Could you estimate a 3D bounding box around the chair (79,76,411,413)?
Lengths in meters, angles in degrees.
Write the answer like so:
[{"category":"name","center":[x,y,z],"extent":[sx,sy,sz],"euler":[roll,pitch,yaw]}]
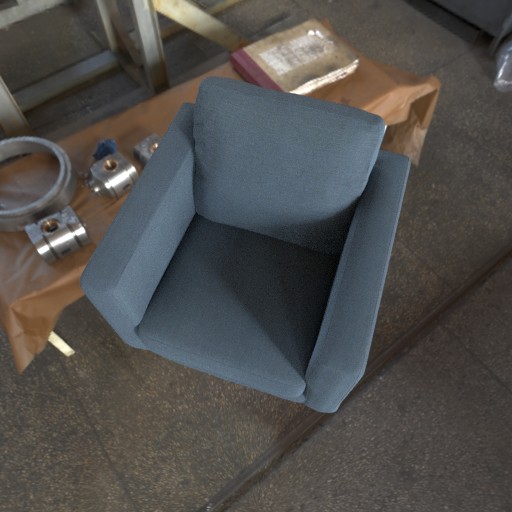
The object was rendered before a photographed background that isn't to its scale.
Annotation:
[{"category":"chair","center":[0.000,0.000,1.581],"extent":[0.855,0.922,0.820],"euler":[17,62,9]}]
